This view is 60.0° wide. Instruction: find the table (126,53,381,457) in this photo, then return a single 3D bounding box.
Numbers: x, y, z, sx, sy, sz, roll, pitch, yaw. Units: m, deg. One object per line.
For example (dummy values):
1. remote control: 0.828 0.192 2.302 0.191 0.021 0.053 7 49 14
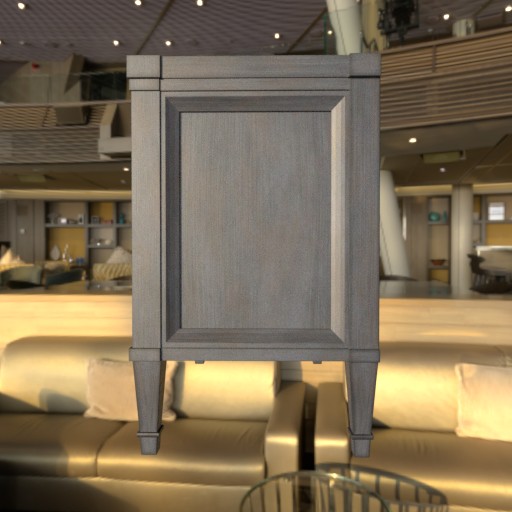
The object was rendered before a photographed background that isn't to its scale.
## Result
1. table: 0.000 0.000 1.046 0.413 0.660 0.660 0 1 1
